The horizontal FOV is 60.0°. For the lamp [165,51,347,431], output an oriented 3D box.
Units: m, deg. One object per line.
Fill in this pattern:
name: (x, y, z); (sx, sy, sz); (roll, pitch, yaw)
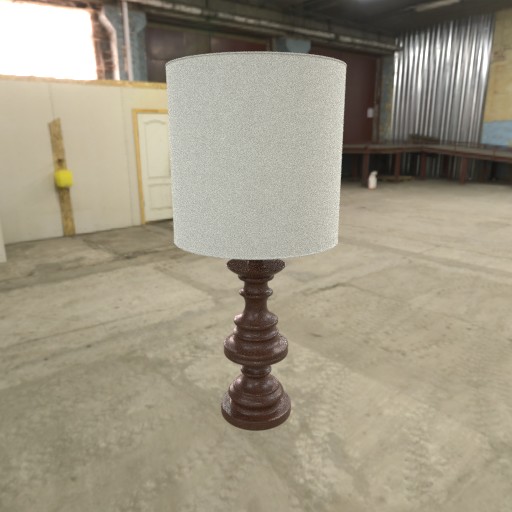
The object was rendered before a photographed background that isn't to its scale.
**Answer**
lamp: (0.000, 0.000, 0.578); (0.208, 0.455, 0.208); (-3, 15, -10)
